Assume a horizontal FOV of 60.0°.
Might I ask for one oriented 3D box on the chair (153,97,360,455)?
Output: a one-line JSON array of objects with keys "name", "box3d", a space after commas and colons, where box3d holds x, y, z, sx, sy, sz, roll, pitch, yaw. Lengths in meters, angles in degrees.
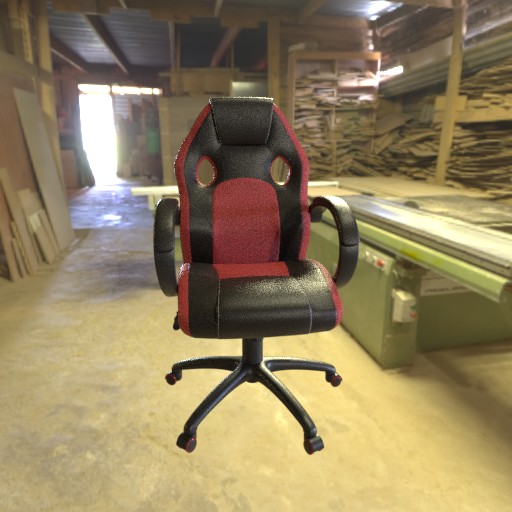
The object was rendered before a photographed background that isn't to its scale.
[{"name": "chair", "box3d": [0.000, 0.000, 1.667, 0.750, 1.189, 0.783, -2, 15, -7]}]
